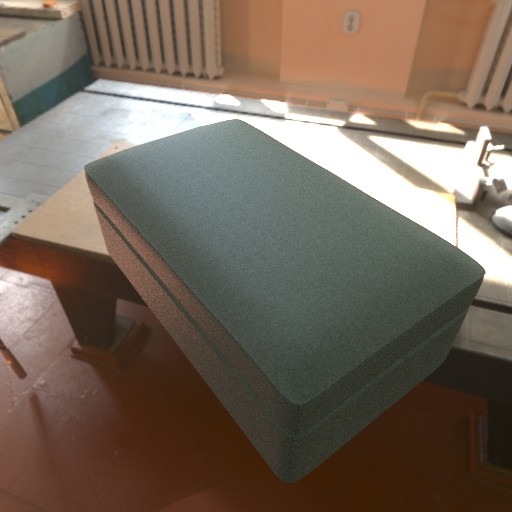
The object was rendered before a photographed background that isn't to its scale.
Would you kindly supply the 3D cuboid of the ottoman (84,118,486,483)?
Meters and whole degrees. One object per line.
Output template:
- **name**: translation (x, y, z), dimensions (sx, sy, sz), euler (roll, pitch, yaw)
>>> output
- **ottoman**: translation (0.000, 0.000, 1.482), dimensions (0.681, 0.494, 1.173), euler (-26, 48, -27)
